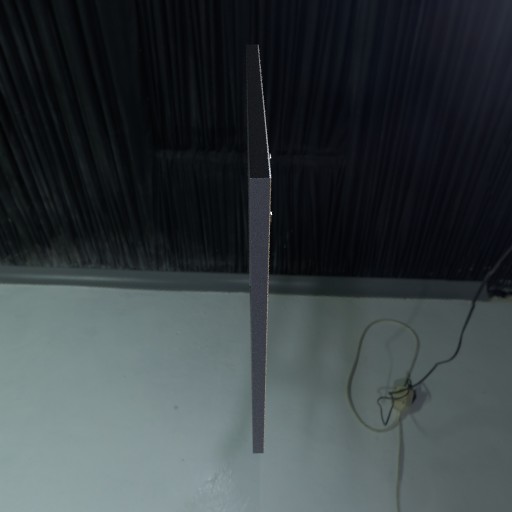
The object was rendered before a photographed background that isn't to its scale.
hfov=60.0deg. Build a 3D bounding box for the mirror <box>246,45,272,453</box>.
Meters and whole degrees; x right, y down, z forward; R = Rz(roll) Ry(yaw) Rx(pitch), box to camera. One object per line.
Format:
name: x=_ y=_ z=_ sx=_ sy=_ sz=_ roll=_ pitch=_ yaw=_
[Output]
mirror: x=0.000 y=0.000 z=1.375 sx=0.040 sy=1.016 sz=0.762 roll=-1 pitch=41 yaw=-1
